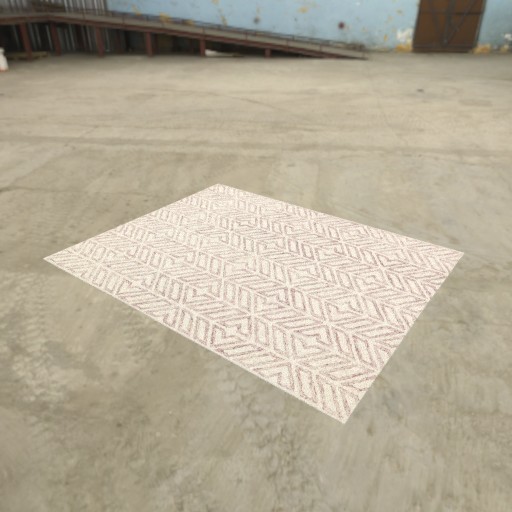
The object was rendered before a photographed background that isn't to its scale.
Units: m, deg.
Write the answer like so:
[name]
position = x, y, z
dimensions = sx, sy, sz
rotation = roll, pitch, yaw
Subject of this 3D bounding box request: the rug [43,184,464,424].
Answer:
[rug]
position = 0.000, 0.000, 4.086
dimensions = 3.045, 0.008, 2.421
rotation = 20, 36, 31
